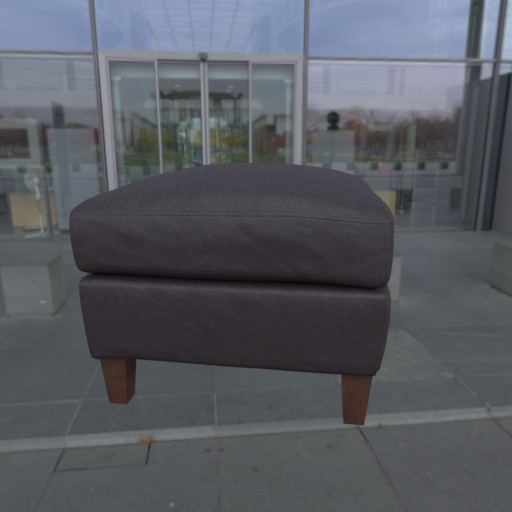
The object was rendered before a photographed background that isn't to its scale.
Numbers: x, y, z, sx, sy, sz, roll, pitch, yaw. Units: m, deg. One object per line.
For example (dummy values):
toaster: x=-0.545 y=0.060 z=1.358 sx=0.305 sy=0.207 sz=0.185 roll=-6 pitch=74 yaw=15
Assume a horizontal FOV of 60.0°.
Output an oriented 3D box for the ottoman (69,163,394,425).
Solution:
ottoman: x=0.000 y=0.000 z=1.277 sx=0.659 sy=0.529 sz=0.887 roll=2 pitch=14 yaw=8
